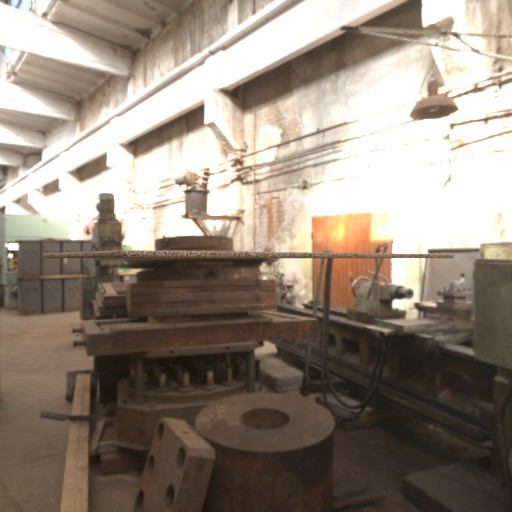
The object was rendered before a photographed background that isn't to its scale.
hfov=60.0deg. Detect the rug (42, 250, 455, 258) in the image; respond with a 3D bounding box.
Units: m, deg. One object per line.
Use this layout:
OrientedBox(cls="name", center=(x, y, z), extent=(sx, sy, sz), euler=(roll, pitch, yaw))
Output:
OrientedBox(cls="rug", center=(0.000, 0.000, 3.072), extent=(2.438, 0.030, 1.524), euler=(0, 0, -36))
